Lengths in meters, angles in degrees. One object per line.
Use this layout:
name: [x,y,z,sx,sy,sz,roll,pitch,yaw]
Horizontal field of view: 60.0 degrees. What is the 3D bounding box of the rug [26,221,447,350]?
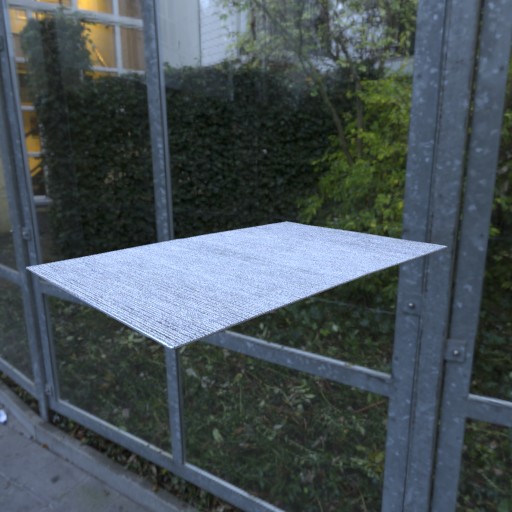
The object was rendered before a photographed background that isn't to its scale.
rug: [0.000,0.000,2.205,1.789,0.021,1.159,-13,19,-43]
